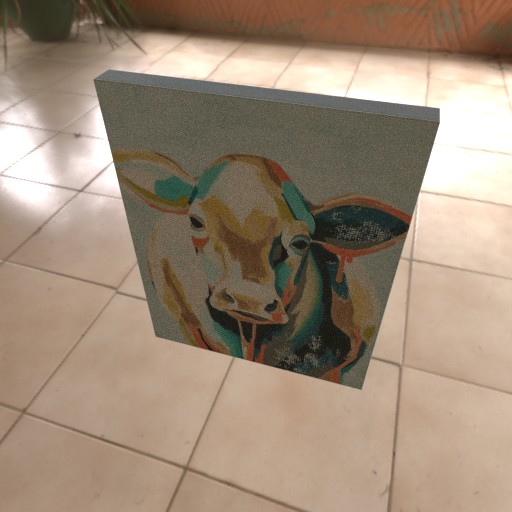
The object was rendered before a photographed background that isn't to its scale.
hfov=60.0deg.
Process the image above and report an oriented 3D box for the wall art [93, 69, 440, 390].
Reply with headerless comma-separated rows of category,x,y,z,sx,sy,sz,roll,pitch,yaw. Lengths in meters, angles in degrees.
wall art,0.000,0.000,0.684,0.409,0.509,0.037,12,43,13
